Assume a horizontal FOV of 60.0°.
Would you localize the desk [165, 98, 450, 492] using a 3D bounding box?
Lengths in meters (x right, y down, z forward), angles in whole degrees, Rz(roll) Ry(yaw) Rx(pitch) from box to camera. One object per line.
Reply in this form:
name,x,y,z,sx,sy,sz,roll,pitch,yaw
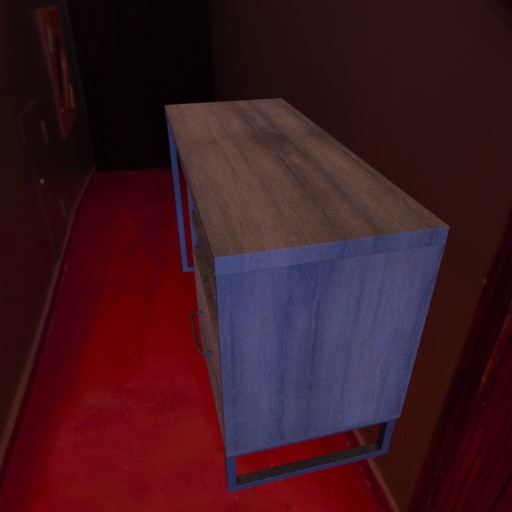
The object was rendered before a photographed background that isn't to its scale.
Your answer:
desk,0.000,0.000,1.492,0.511,0.752,1.134,-8,33,-12
